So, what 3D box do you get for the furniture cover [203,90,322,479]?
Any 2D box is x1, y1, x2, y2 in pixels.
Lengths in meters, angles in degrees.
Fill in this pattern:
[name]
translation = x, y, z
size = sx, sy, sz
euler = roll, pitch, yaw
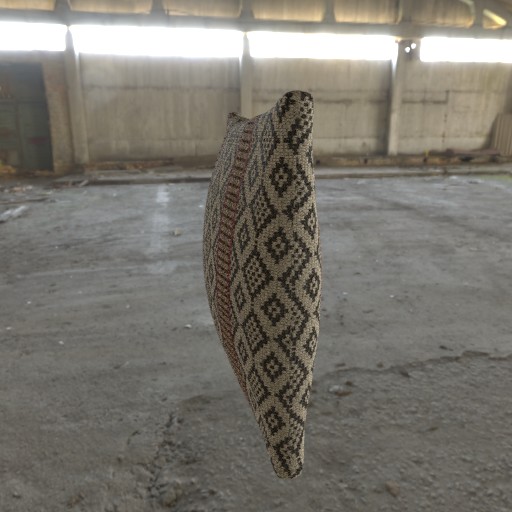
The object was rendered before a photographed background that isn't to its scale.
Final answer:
[furniture cover]
translation = 0.000, 0.000, 0.777
size = 0.182, 0.506, 0.503
euler = -3, 16, -11
